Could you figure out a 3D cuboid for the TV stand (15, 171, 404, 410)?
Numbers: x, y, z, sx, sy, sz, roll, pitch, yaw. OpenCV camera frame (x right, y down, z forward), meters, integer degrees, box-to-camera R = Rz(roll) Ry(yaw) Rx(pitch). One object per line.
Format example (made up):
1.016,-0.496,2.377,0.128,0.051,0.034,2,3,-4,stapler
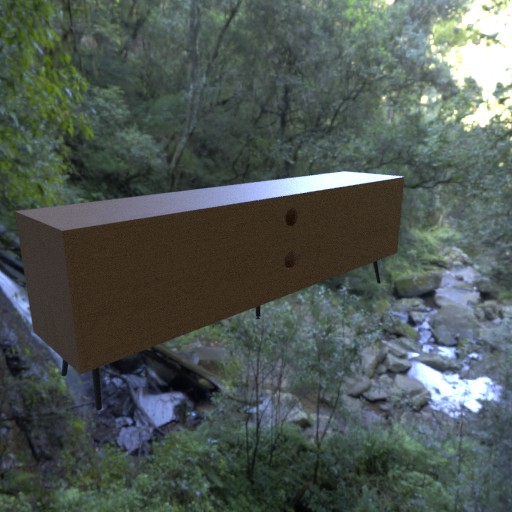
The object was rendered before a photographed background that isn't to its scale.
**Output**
0.000,0.000,1.930,1.760,0.580,0.400,-15,22,-42,TV stand
